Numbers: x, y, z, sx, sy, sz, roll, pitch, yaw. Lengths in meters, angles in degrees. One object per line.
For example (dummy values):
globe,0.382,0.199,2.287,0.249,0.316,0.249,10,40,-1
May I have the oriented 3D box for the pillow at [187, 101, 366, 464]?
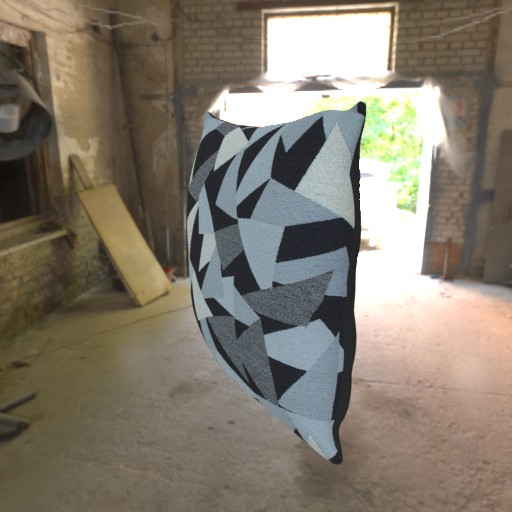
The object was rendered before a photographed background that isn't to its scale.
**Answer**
pillow,0.000,0.000,0.771,0.208,0.496,0.503,-8,17,-26
